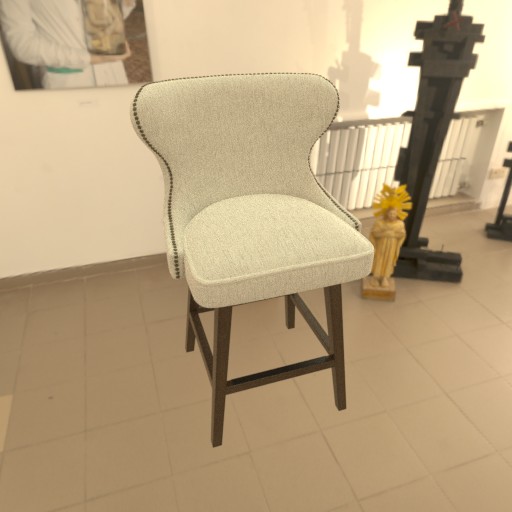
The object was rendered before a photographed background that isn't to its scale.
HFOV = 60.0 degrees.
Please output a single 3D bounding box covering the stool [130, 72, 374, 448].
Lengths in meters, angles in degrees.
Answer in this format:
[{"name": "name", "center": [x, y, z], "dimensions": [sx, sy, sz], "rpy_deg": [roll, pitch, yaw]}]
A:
[{"name": "stool", "center": [0.000, 0.000, 1.366], "dimensions": [0.615, 0.972, 0.597], "rpy_deg": [-10, 33, -16]}]
